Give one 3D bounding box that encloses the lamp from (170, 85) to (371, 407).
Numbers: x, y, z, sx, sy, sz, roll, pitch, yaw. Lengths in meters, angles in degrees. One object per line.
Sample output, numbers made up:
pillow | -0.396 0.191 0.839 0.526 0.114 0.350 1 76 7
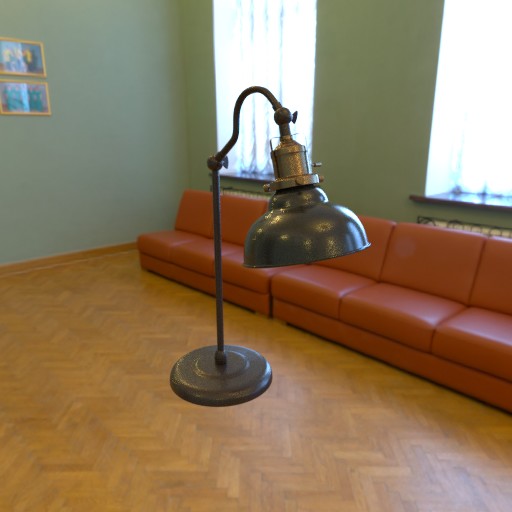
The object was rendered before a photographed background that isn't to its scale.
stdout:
lamp | 0.000 0.000 0.704 0.374 0.508 0.192 15 22 42
